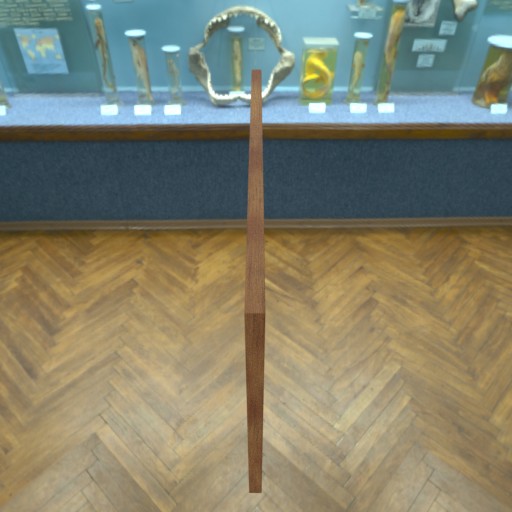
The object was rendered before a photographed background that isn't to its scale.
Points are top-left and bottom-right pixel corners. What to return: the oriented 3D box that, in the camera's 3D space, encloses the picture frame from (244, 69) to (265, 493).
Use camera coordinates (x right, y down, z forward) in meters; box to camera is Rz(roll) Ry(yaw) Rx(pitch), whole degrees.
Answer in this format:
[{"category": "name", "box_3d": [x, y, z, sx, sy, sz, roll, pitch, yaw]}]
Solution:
[{"category": "picture frame", "box_3d": [0.000, 0.000, 1.178, 0.029, 0.640, 0.950, 0, 42, 0]}]
